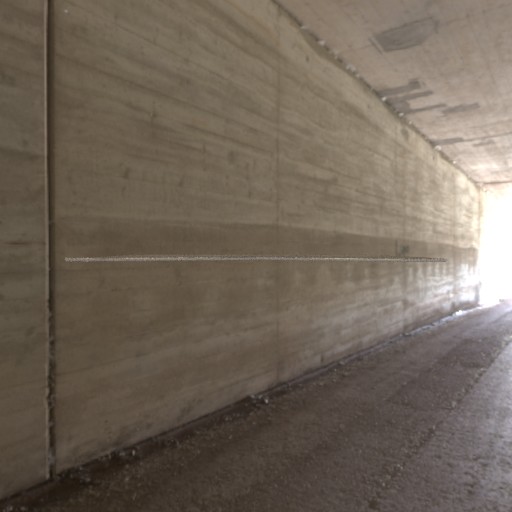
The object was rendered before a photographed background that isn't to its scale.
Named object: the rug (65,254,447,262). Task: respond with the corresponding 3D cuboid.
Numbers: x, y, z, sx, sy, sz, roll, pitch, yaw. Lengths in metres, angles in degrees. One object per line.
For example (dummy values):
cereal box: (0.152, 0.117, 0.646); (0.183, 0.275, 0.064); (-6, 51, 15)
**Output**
rug: (0.000, 0.000, 2.207); (1.149, 0.021, 1.773); (0, 1, 0)
